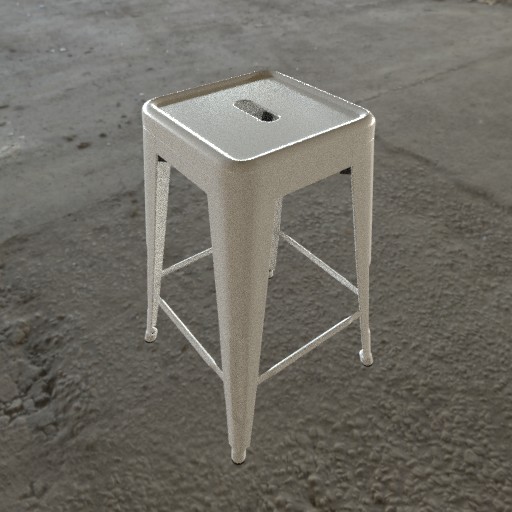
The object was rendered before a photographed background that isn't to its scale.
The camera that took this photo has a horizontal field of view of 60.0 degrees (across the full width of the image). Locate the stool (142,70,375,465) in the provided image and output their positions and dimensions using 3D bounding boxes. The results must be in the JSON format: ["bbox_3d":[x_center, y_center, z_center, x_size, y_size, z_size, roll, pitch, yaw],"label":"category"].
[{"bbox_3d":[0.000,0.000,0.887,0.406,0.610,0.406,-27,47,-27],"label":"stool"}]
